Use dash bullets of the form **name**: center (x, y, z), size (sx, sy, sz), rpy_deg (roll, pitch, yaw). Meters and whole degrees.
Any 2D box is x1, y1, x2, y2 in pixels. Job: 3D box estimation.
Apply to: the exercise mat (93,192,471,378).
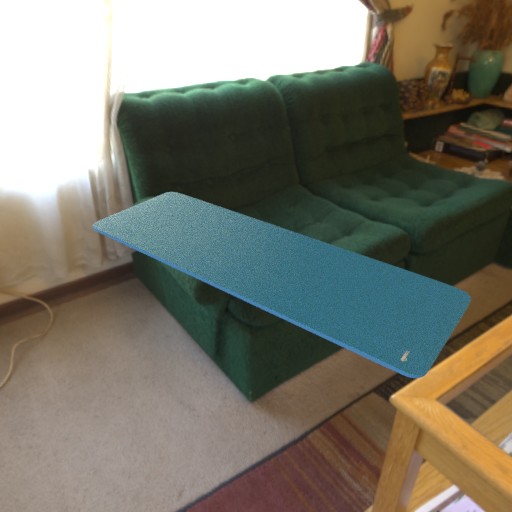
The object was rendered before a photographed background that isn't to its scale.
- **exercise mat**: center (0.000, 0.000, 2.163), size (1.869, 0.021, 0.616), rpy_deg (22, 37, 32)
